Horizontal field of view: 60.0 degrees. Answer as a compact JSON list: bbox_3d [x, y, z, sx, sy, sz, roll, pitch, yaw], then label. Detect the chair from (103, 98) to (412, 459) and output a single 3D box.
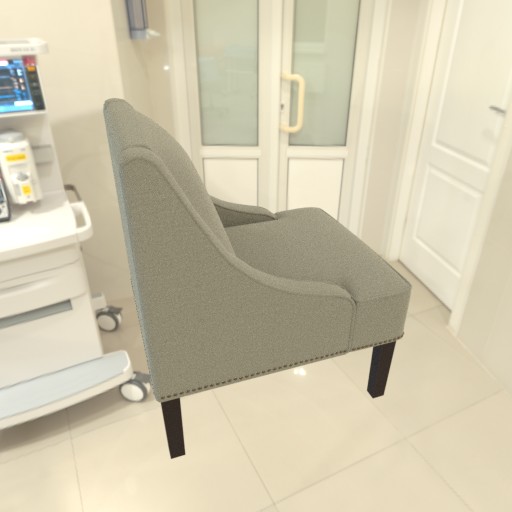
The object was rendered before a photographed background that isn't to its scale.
[{"bbox_3d":[0.000,0.000,1.347,0.737,0.864,0.610,-10,31,-17],"label":"chair"}]
